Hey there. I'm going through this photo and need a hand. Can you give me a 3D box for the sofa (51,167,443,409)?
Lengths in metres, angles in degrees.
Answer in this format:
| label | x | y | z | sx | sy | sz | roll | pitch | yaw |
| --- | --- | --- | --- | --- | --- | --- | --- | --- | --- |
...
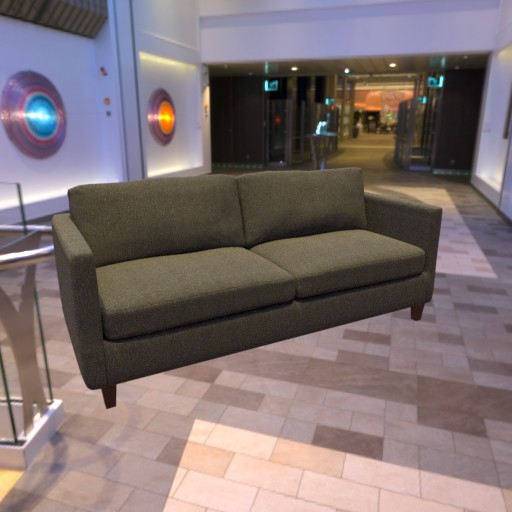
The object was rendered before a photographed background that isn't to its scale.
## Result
| label | x | y | z | sx | sy | sz | roll | pitch | yaw |
| --- | --- | --- | --- | --- | --- | --- | --- | --- | --- |
| sofa | 0.000 | 0.000 | 2.732 | 2.208 | 0.965 | 0.948 | -9 | 19 | -27 |
